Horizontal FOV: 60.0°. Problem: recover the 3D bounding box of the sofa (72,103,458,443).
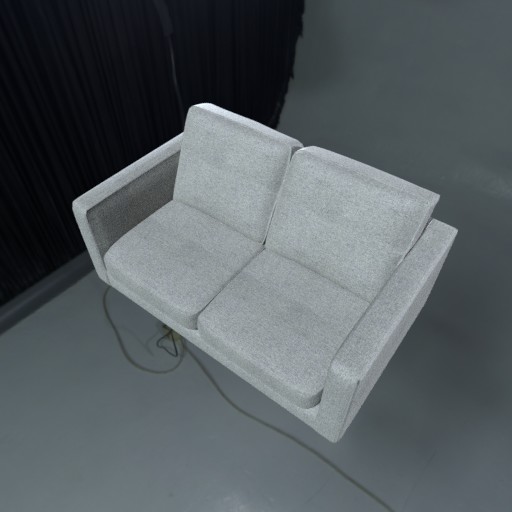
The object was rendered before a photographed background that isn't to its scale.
[{"bbox_3d":[0.000,0.000,2.199,1.527,0.973,0.969,29,53,24],"label":"sofa"}]
